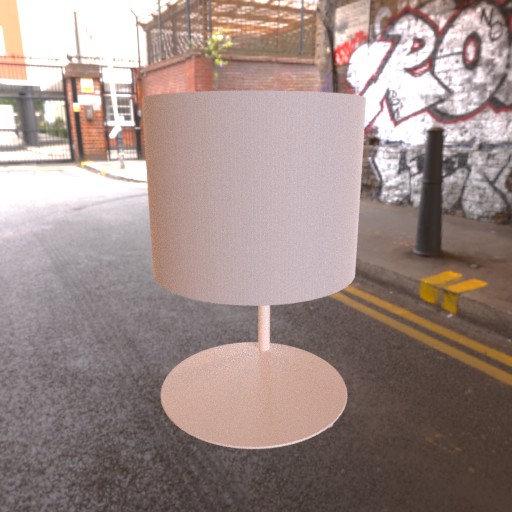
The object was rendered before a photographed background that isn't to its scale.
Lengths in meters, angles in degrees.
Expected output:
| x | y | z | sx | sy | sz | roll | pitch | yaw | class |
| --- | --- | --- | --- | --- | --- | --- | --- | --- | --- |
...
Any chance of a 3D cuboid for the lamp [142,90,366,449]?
| x | y | z | sx | sy | sz | roll | pitch | yaw | class |
| --- | --- | --- | --- | --- | --- | --- | --- | --- | --- |
| 0.000 | 0.000 | 0.685 | 0.299 | 0.454 | 0.341 | 2 | 16 | 8 | lamp |
